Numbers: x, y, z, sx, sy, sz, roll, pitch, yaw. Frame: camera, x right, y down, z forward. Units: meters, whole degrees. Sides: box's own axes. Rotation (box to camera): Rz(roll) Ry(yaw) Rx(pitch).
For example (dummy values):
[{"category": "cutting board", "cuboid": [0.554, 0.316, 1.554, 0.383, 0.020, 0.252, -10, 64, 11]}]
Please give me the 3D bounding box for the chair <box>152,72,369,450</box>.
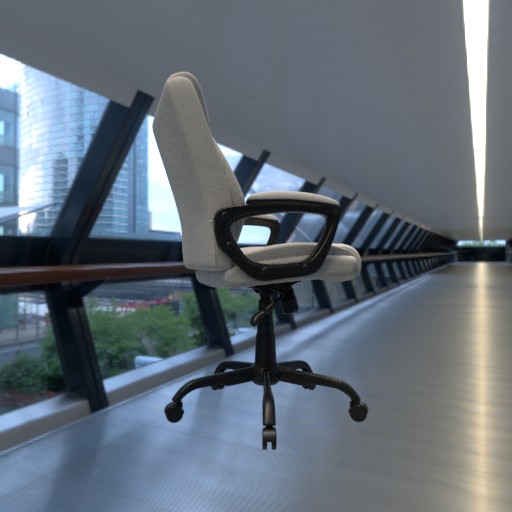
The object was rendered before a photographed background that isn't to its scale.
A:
[{"category": "chair", "cuboid": [0.000, 0.000, 1.522, 0.669, 1.065, 0.663, 0, -1, -19]}]
